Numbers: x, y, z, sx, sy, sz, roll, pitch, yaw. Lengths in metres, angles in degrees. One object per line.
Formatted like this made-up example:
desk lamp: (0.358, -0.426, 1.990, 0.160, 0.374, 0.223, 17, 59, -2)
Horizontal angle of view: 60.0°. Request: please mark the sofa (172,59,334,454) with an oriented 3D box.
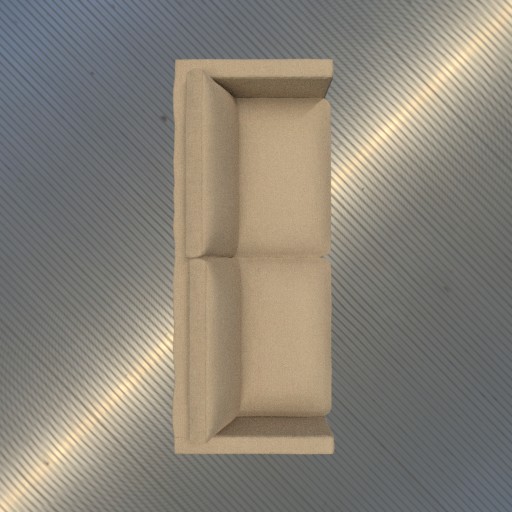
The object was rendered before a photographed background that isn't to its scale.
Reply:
sofa: (0.000, 0.000, 2.836, 0.962, 0.853, 2.312, 0, 89, 0)
